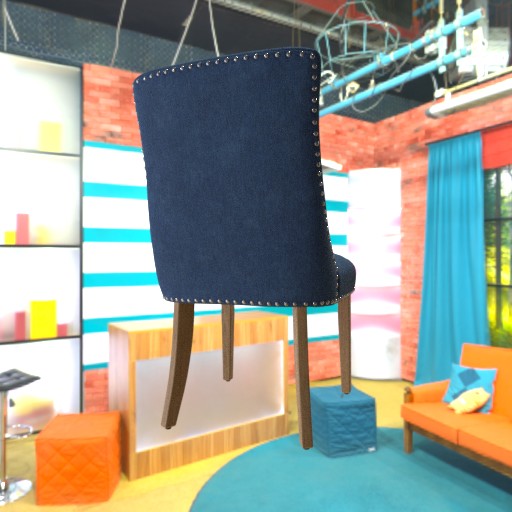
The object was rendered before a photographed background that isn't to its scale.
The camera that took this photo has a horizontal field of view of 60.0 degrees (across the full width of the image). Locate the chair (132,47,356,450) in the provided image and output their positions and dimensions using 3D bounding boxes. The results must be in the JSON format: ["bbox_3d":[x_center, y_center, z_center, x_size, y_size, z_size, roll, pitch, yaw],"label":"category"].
[{"bbox_3d":[0.000,0.000,1.262,0.495,0.902,0.610,0,0,21],"label":"chair"}]
